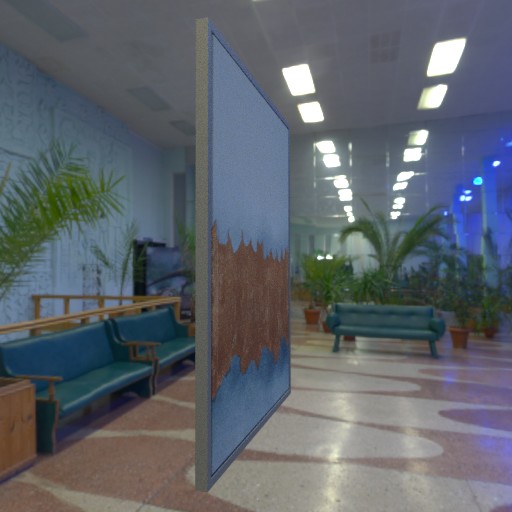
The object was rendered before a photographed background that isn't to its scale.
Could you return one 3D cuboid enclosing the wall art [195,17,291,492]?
[{"bbox_3d":[0.000,0.000,1.352,0.034,1.042,0.789,0,-1,17],"label":"wall art"}]
